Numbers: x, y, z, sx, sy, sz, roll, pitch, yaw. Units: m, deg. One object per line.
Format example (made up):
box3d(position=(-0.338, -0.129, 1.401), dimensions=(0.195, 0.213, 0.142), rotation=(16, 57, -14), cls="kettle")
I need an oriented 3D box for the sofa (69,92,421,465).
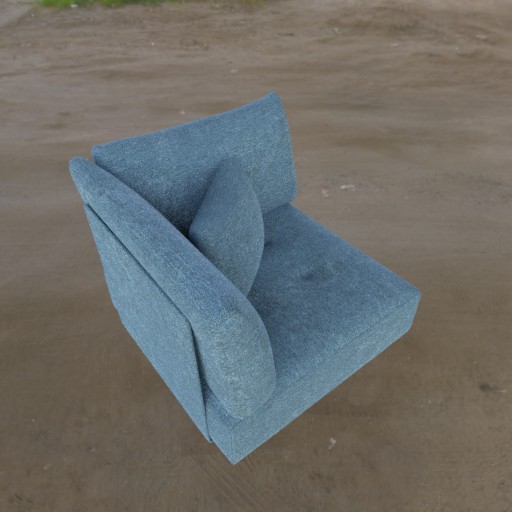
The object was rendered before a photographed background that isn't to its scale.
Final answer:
box3d(position=(0.000, 0.000, 1.758), dimensions=(1.000, 0.820, 1.000), rotation=(-27, 48, -28), cls="sofa")
